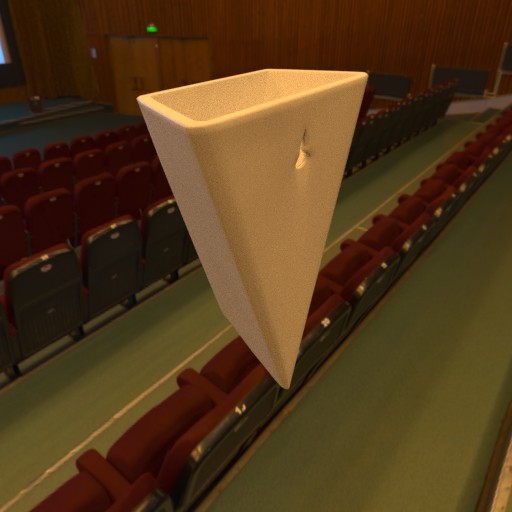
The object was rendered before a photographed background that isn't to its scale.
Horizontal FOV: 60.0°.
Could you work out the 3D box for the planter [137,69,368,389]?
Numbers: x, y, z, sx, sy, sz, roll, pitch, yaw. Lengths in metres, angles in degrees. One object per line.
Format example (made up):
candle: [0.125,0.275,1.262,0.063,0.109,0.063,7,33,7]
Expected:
planter: [0.000,0.000,0.272,0.060,0.197,0.150,21,36,30]
